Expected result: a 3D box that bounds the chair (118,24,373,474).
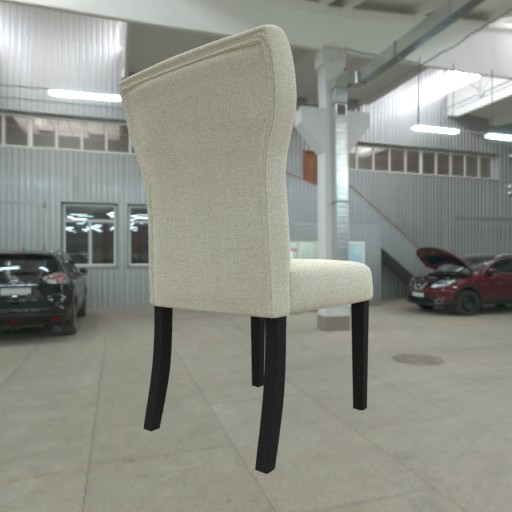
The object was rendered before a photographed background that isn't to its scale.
[{"bbox_3d":[0.000,0.000,1.235,0.509,0.921,0.597,0,0,37],"label":"chair"}]
